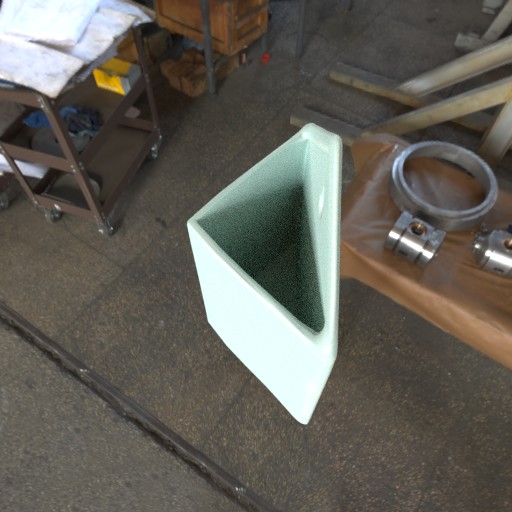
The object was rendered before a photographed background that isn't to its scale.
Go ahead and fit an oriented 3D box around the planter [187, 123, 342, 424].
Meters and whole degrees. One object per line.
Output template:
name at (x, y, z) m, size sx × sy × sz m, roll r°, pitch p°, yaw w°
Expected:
planter at (0.000, 0.000, 0.283) m, size 0.079 × 0.197 × 0.164 m, roll 0°, pitch 57°, yaw 0°
